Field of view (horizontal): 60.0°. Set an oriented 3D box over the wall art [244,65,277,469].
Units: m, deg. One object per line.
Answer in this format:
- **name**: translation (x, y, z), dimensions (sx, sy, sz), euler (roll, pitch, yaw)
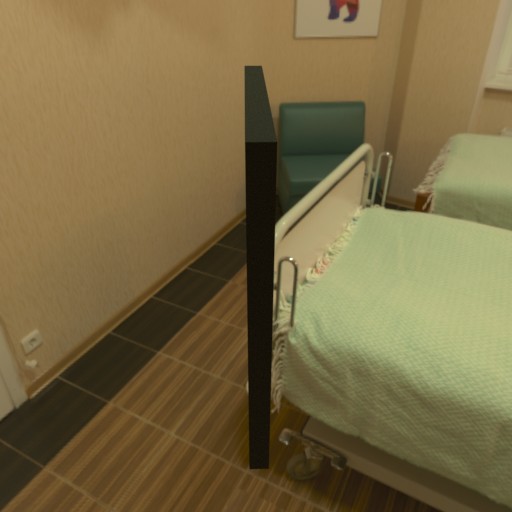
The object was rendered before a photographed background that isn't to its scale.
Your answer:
- **wall art**: translation (0.000, 0.000, 0.789), dimensions (0.033, 0.559, 0.457), euler (-1, 32, -1)
